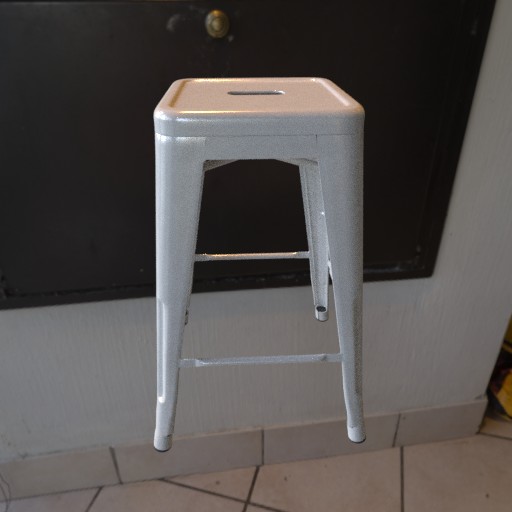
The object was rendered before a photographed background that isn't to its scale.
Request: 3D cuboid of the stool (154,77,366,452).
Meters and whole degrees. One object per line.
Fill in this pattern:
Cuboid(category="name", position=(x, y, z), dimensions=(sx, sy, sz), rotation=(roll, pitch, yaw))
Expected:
Cuboid(category="stool", position=(0.000, 0.000, 0.860), dimensions=(0.406, 0.610, 0.406), rotation=(-1, 30, -3))
